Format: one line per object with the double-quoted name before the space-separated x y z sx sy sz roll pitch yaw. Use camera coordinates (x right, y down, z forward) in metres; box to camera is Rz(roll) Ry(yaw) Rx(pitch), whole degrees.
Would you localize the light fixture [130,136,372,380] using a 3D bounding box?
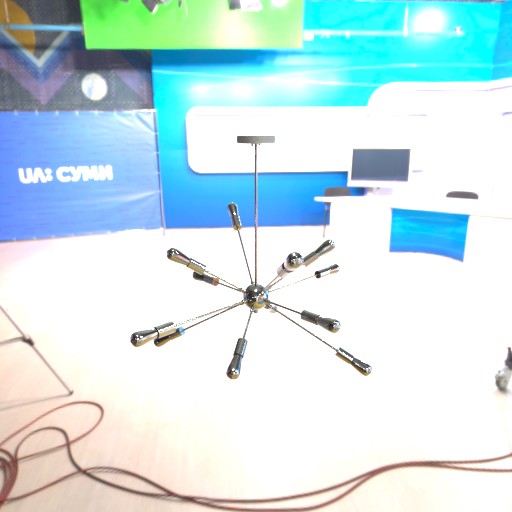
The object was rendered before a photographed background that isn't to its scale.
"light fixture" 0.000 0.000 1.065 0.684 0.558 0.509 -15 22 -42
